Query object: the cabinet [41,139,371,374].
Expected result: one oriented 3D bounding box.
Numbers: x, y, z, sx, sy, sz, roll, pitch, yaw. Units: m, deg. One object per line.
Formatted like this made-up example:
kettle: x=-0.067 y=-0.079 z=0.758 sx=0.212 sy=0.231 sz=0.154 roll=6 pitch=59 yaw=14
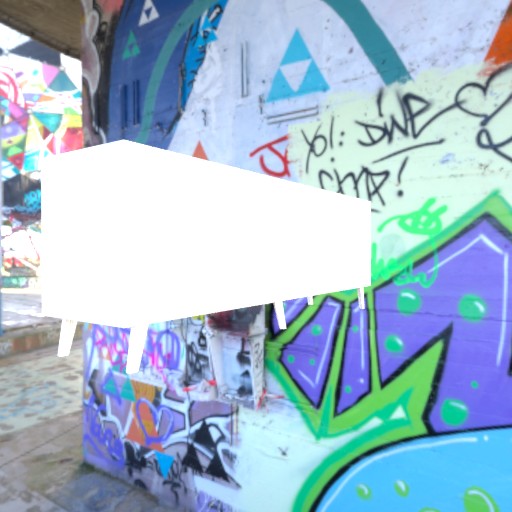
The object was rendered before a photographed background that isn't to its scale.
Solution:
cabinet: x=0.000 y=0.000 z=2.488 sx=0.500 sy=0.780 sz=2.200 roll=0 pitch=1 yaw=35
